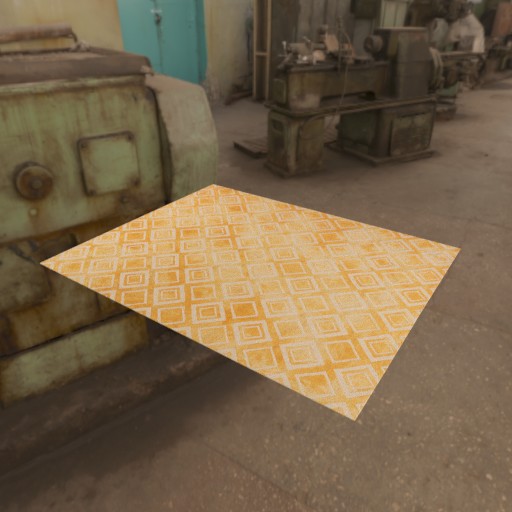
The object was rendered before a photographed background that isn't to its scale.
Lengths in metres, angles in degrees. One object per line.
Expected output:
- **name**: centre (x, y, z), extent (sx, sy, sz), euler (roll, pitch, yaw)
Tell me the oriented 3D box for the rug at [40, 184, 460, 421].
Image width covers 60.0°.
- **rug**: centre (0.000, 0.000, 4.090), extent (3.037, 0.011, 2.433), euler (19, 35, 30)
